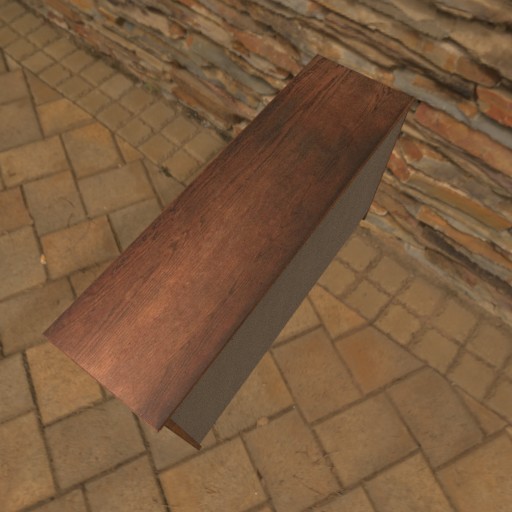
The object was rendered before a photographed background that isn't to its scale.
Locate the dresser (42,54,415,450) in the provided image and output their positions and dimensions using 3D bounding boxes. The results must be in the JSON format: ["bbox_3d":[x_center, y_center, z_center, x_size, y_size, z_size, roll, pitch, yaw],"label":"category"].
[{"bbox_3d":[0.000,0.000,1.925,0.463,0.856,1.551,32,66,16],"label":"dresser"}]
